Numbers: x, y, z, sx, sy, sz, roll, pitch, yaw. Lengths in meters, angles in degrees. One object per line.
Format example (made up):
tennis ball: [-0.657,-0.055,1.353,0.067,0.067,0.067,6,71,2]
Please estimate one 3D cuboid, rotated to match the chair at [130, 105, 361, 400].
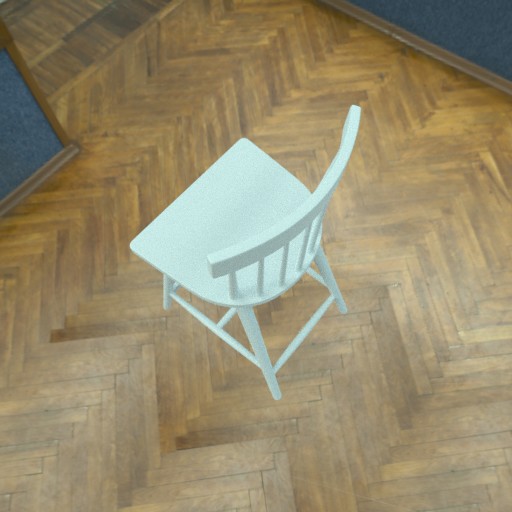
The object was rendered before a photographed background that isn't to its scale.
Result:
chair: [0.000,0.000,1.311,0.572,0.952,0.483,37,70,16]
